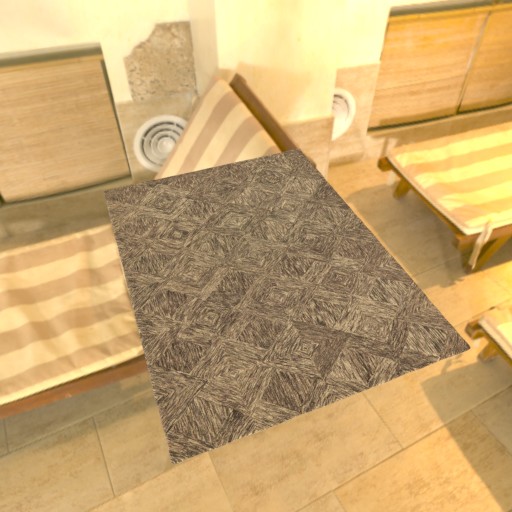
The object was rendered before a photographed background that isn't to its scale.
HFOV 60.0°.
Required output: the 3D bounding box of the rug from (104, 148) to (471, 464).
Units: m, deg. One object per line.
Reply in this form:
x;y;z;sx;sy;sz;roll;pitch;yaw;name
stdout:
0.000;0.000;4.269;2.448;0.017;3.204;-16;47;-15;rug
